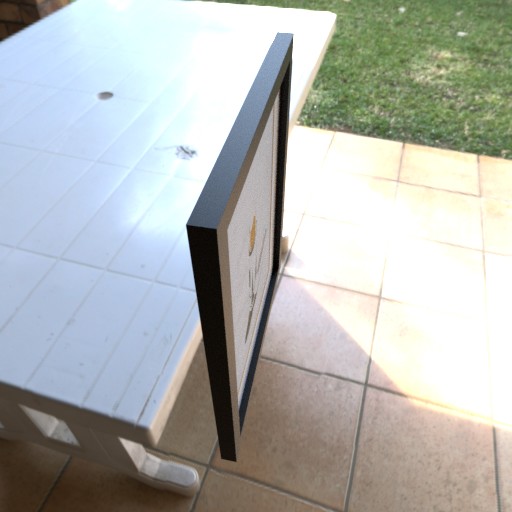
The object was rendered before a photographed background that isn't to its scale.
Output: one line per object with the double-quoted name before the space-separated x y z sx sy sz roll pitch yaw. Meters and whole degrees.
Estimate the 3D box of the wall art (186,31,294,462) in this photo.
"wall art" 0.000 0.000 0.516 0.019 0.381 0.330 8 46 8
